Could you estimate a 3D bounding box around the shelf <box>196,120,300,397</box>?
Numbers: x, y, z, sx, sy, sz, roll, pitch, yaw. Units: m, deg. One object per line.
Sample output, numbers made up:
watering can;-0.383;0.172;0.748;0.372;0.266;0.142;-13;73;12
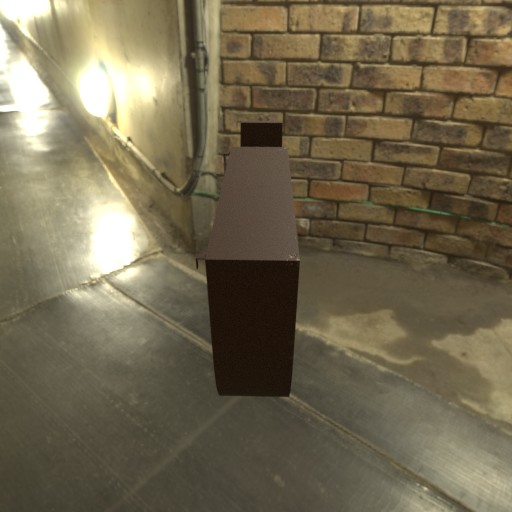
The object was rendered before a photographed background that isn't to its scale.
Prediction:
shelf;0.000;0.000;0.899;0.112;0.439;0.729;1;31;1
